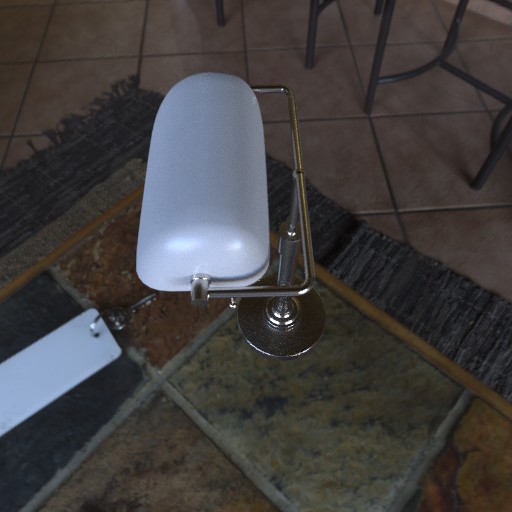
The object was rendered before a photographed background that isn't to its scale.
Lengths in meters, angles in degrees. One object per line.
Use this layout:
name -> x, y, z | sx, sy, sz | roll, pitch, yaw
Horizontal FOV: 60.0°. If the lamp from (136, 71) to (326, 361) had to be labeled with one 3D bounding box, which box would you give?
lamp -> 0.000, 0.000, 0.557 | 0.227, 0.404, 0.269 | -1, 59, -1
